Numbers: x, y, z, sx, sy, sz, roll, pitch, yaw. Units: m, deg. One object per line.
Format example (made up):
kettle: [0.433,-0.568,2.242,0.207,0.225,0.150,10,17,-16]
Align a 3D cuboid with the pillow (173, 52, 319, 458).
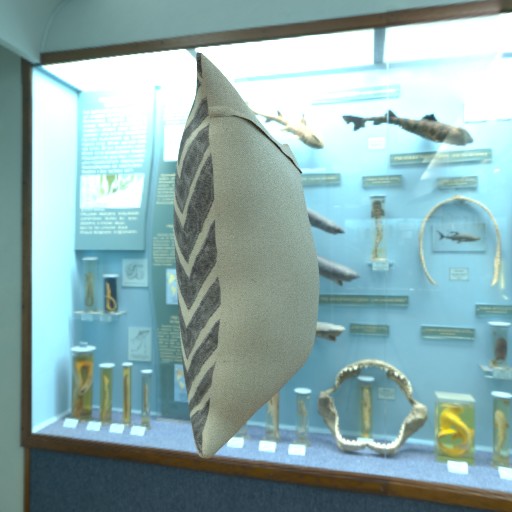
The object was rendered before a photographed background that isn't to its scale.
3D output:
pillow: [0.000,0.000,0.671,0.182,0.441,0.440,0,0,16]
